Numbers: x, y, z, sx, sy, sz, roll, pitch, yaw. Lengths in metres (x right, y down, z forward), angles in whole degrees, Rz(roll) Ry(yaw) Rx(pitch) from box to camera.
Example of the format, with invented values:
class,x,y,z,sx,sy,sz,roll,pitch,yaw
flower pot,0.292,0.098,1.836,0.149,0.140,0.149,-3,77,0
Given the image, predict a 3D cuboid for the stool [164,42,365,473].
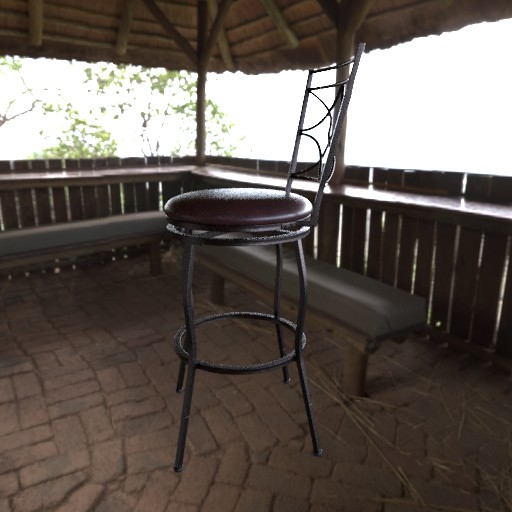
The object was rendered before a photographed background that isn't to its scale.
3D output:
class,x,y,z,sx,sy,sz,roll,pitch,yaw
stool,0.000,0.000,1.338,0.534,1.117,0.434,-2,15,-9
